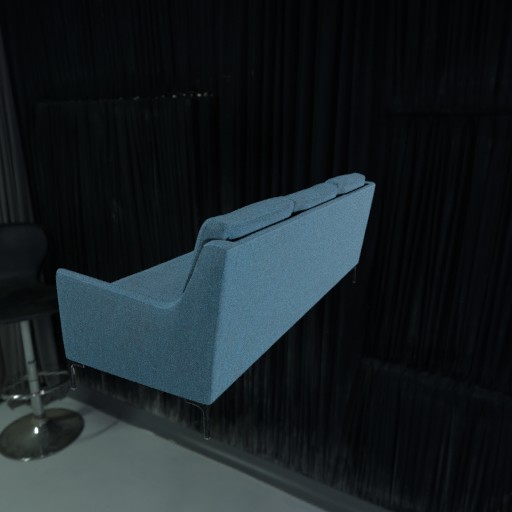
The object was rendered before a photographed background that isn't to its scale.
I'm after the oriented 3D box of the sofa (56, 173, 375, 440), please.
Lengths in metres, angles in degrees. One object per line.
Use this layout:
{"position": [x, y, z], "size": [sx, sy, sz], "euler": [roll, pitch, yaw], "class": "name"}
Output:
{"position": [0.000, 0.000, 2.547], "size": [0.849, 0.837, 2.060], "euler": [8, 18, 26], "class": "sofa"}
